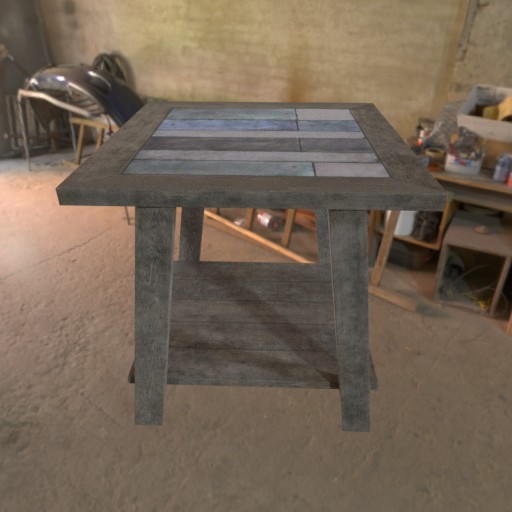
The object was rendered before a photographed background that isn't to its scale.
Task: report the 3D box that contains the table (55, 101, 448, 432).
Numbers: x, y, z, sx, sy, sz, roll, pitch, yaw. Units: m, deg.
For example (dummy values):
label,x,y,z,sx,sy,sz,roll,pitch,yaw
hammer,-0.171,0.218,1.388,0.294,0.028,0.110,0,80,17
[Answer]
label,x,y,z,sx,sy,sz,roll,pitch,yaw
table,0.000,0.000,1.105,0.610,0.610,0.610,1,32,2
